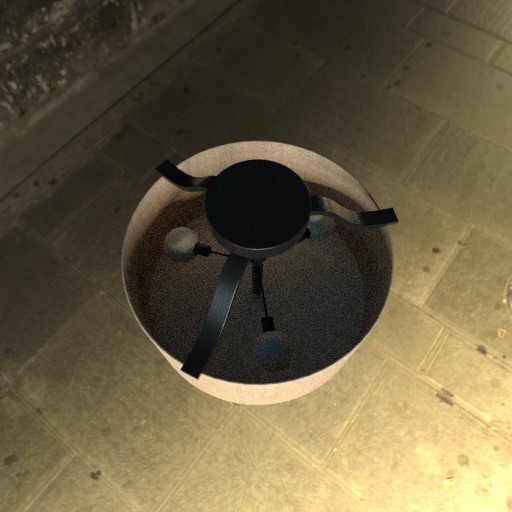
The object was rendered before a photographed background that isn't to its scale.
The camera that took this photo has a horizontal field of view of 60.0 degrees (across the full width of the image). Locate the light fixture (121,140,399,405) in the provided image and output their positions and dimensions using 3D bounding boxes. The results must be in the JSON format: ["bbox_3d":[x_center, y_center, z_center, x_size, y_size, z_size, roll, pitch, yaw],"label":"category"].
[{"bbox_3d":[0.000,0.000,0.659,0.390,0.306,0.390,0,64,0],"label":"light fixture"}]
